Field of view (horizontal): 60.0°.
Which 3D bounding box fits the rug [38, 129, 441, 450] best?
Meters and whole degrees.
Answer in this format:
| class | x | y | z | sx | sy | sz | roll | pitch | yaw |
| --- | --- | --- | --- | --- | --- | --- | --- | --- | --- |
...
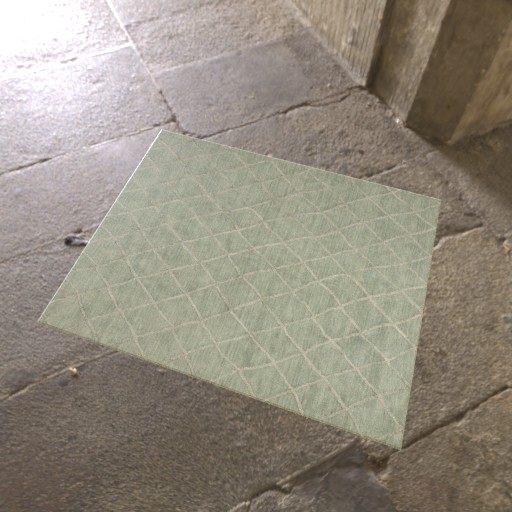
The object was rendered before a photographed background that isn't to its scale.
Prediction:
| class | x | y | z | sx | sy | sz | roll | pitch | yaw |
| --- | --- | --- | --- | --- | --- | --- | --- | --- | --- |
| rug | 0.000 | 0.000 | 4.049 | 3.039 | 0.019 | 2.420 | 16 | 60 | 10 |
